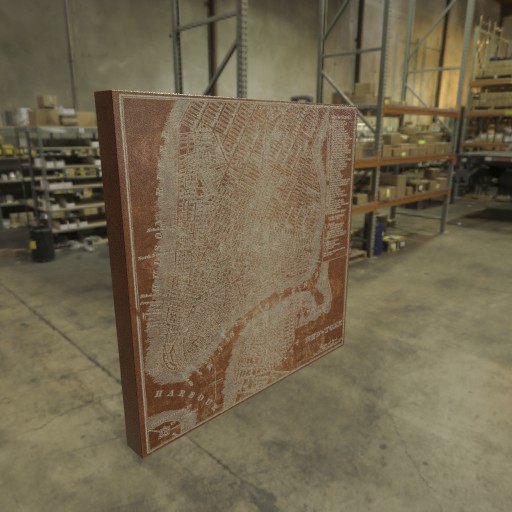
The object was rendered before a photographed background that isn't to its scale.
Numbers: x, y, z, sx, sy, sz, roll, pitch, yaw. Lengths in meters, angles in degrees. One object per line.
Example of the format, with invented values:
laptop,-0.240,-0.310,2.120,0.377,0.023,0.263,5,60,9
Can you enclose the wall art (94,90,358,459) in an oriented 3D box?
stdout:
wall art,0.000,0.000,0.605,0.403,0.403,0.035,-15,22,-42
